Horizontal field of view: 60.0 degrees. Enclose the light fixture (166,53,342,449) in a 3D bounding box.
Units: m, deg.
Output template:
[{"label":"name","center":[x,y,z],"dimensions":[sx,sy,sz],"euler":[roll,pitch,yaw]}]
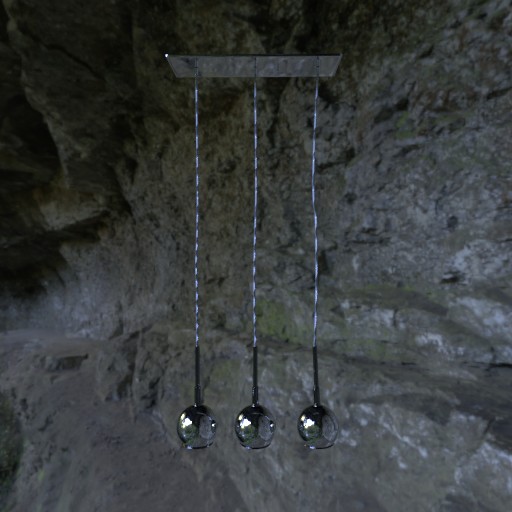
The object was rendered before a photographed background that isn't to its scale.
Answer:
[{"label":"light fixture","center":[0.000,0.000,1.652],"dimensions":[0.623,1.408,0.188],"euler":[0,1,1]}]
